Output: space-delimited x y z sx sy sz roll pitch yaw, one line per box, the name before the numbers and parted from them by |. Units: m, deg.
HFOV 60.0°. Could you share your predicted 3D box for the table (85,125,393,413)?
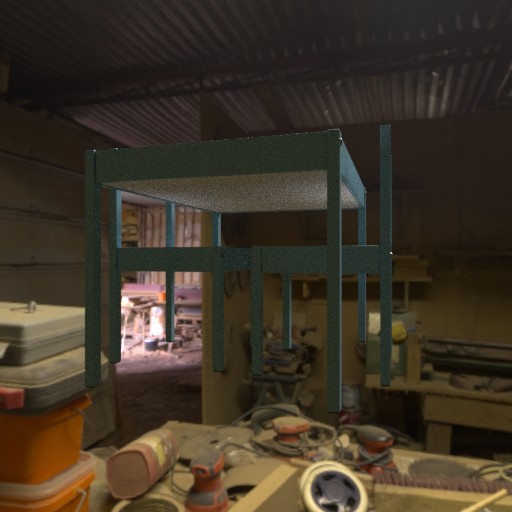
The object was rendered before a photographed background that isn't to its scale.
table | 0.000 0.000 1.079 0.633 0.503 0.639 0 0 18
